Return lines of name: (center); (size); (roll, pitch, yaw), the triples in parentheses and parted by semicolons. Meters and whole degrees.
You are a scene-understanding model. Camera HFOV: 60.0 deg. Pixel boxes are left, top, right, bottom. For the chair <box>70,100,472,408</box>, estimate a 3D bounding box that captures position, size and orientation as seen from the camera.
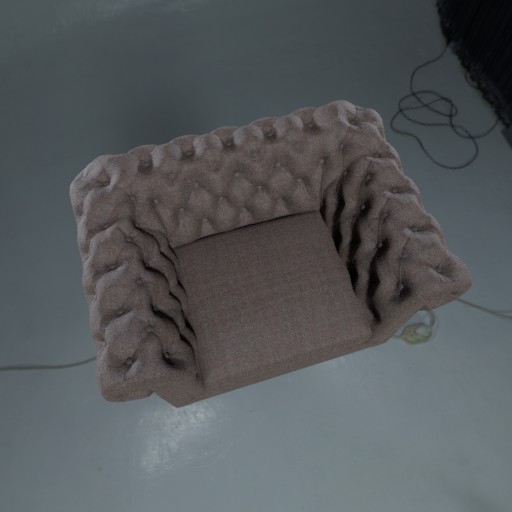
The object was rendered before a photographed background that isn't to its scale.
chair: (0.000, 0.000, 1.883); (1.298, 0.780, 0.945); (-15, 65, -8)
